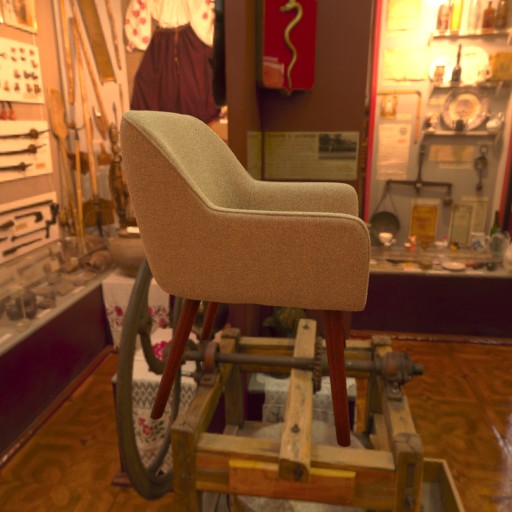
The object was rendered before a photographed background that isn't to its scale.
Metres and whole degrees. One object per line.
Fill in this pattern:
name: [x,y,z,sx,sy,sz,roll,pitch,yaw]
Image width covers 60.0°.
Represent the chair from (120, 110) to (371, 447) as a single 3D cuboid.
chair: [0.000,0.000,1.308,0.610,0.813,0.610,3,16,9]
